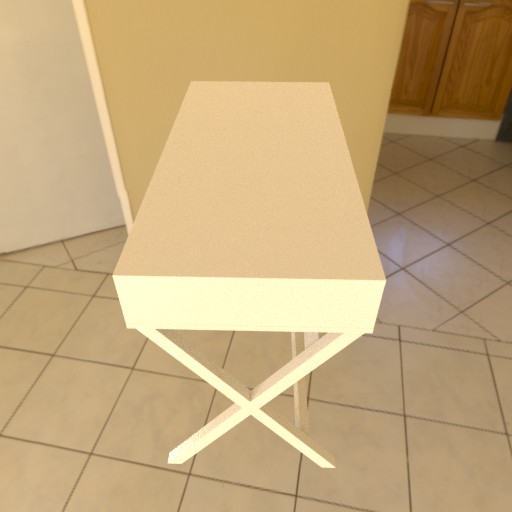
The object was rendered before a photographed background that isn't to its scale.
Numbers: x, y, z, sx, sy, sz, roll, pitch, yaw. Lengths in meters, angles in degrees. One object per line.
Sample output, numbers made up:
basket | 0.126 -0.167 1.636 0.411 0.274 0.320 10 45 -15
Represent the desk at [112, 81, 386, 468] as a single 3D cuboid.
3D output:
desk | 0.000 0.000 1.470 0.509 0.780 1.059 1 40 1
